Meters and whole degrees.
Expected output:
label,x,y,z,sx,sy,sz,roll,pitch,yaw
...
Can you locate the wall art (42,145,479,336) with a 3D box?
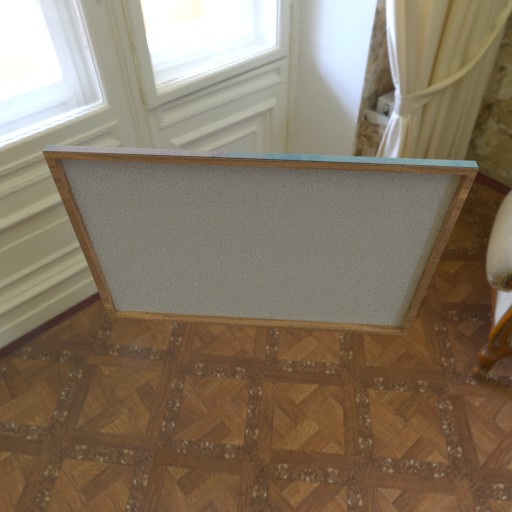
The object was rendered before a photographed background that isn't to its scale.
label,x,y,z,sx,sy,sz,roll,pitch,yaw
wall art,0.000,0.000,1.435,1.137,0.756,0.034,3,46,3
